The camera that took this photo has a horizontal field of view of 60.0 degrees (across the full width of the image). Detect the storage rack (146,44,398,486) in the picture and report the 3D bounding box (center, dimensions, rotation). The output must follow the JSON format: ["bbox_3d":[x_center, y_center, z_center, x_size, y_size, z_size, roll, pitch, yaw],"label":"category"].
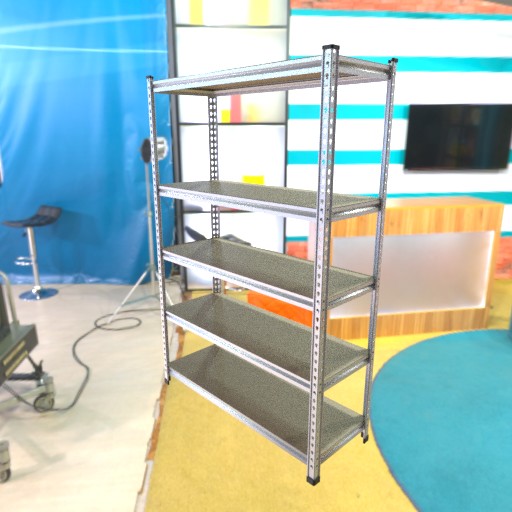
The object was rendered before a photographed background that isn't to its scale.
[{"bbox_3d":[0.000,0.000,2.328,0.457,1.829,1.219,-14,21,-42],"label":"storage rack"}]
